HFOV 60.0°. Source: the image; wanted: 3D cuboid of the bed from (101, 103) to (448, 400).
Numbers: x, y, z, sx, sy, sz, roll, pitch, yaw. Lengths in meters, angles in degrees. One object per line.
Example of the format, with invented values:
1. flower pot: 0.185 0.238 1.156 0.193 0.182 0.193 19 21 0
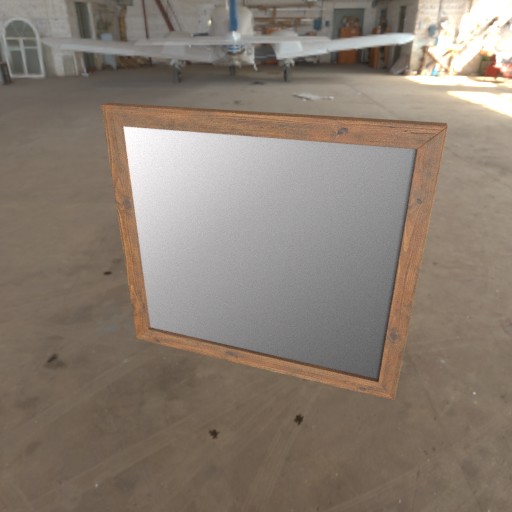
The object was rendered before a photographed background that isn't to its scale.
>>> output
1. bed: 0.000 0.000 1.512 1.046 0.942 0.046 9 29 17
